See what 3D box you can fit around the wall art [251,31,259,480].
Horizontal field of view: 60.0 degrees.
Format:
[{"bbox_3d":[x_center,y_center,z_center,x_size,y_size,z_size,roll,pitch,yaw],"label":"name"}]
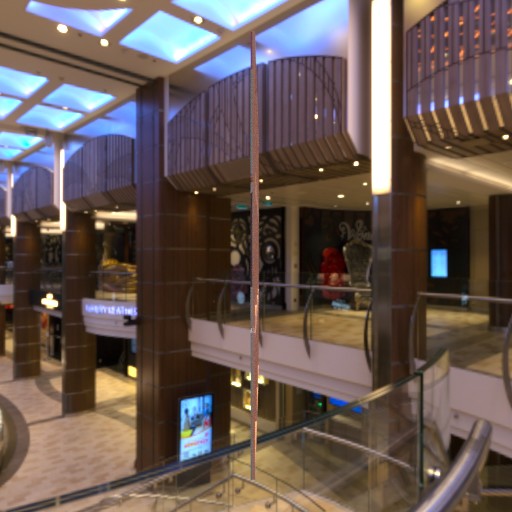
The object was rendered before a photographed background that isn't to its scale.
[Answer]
[{"bbox_3d":[0.000,0.000,1.812,0.013,1.220,1.216,0,0,1],"label":"wall art"}]
